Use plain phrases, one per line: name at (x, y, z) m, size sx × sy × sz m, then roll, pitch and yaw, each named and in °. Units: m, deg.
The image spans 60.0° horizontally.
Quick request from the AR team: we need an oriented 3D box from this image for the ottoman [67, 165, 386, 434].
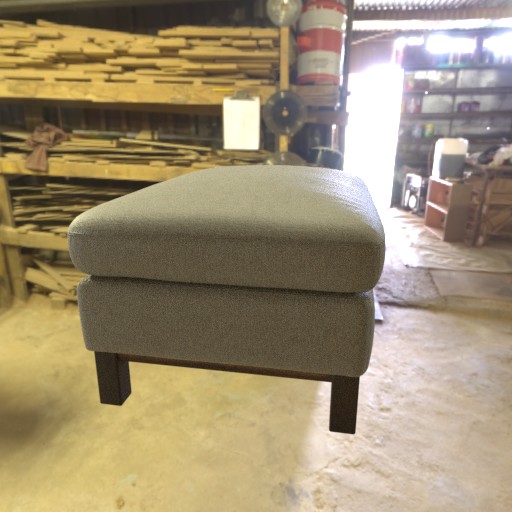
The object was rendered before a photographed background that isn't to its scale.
ottoman at (0.000, 0.000, 1.042) m, size 0.528 × 0.404 × 0.735 m, roll 3°, pitch 17°, yaw 10°
